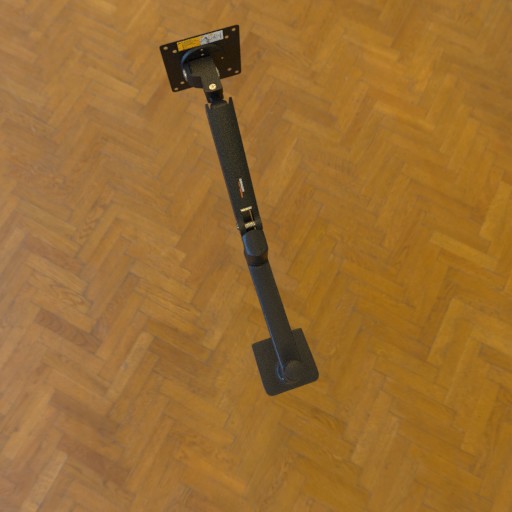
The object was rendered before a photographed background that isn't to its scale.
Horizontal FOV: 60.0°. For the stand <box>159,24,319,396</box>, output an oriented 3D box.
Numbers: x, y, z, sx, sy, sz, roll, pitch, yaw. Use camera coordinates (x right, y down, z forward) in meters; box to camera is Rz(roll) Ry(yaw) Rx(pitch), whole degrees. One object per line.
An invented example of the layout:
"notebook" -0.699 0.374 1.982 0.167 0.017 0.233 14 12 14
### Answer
"stand" 0.000 0.000 1.046 0.152 0.713 0.650 -18 76 -5
